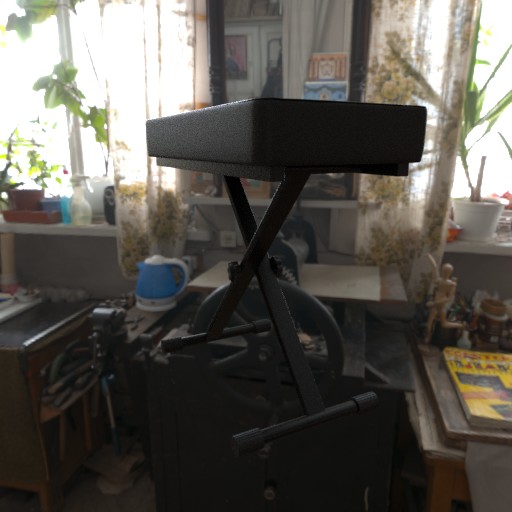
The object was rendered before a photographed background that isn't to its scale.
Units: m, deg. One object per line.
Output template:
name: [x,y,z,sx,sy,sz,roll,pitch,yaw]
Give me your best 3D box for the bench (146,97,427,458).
bench: [0.000,0.000,0.924,0.300,0.561,0.600,-7,16,-27]
